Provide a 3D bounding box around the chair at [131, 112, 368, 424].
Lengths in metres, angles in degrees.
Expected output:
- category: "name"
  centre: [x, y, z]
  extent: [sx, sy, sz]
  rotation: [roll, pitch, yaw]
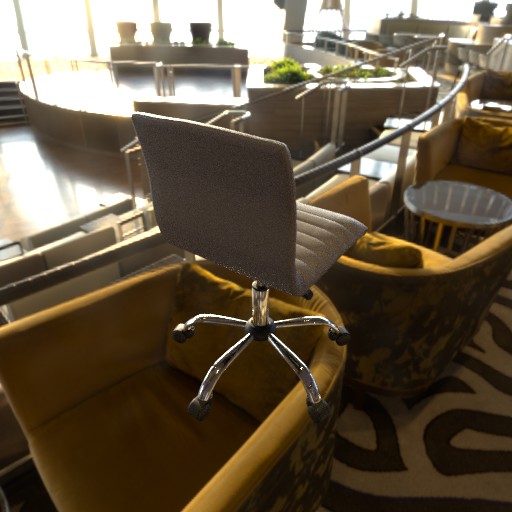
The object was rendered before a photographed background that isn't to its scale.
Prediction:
- category: "chair"
  centre: [0.000, 0.000, 1.147]
  extent: [0.569, 0.750, 0.542]
  rotation: [21, 37, 32]
